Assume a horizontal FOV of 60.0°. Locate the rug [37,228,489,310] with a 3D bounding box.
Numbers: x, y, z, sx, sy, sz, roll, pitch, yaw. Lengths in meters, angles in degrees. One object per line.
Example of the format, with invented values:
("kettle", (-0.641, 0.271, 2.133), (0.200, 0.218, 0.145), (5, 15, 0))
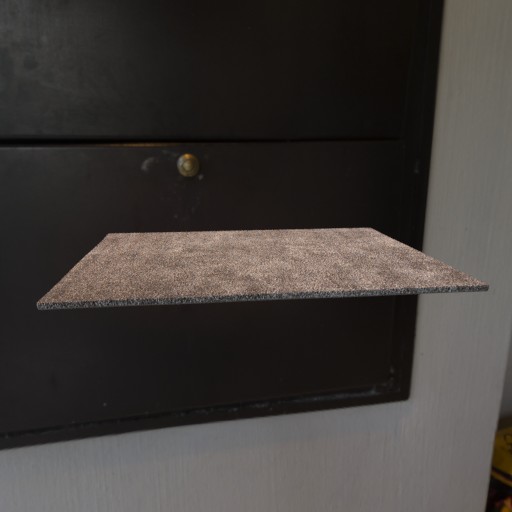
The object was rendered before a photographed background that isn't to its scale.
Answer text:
("rug", (0.000, 0.000, 2.124), (1.601, 0.025, 1.198), (-2, 14, -7))
